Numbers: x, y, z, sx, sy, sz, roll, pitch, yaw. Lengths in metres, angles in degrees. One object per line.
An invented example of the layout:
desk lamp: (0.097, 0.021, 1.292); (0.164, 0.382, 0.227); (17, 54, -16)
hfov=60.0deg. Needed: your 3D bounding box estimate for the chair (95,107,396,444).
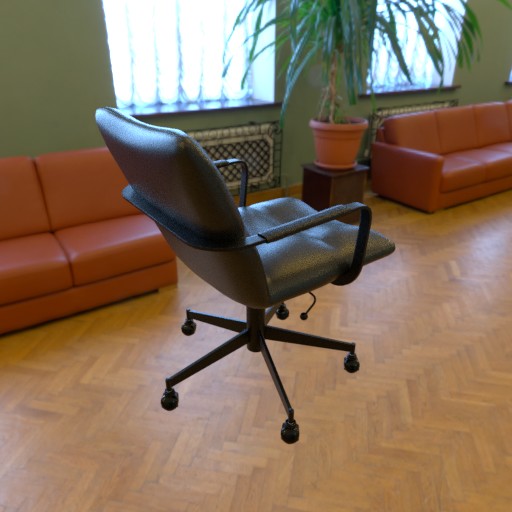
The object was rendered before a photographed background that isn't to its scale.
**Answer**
chair: (0.000, 0.000, 1.434); (0.748, 0.922, 0.719); (-17, 31, -31)
